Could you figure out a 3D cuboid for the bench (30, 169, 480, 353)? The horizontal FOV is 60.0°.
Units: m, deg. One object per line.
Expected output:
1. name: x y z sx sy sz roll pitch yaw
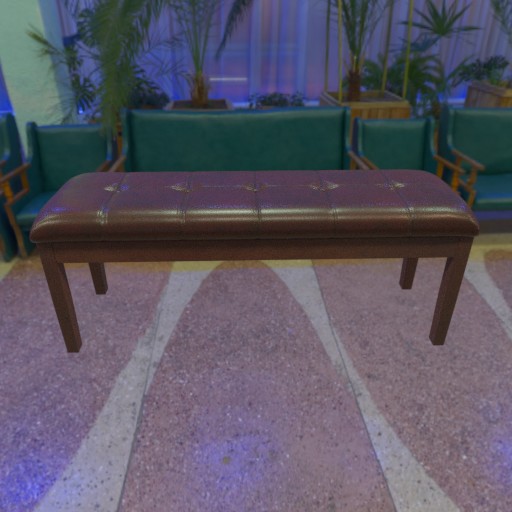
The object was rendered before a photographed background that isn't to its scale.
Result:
1. bench: 0.000 0.000 1.479 1.259 0.491 0.401 -1 30 -1
